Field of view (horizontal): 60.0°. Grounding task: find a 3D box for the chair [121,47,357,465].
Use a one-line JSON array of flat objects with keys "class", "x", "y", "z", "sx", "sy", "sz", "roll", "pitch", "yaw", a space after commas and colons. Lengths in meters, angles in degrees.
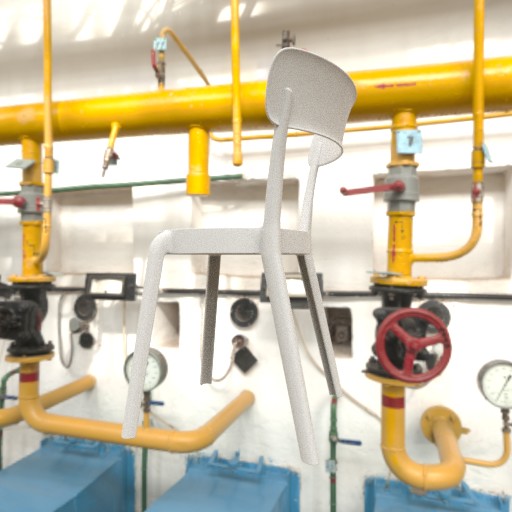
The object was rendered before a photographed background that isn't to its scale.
[{"class": "chair", "x": 0.000, "y": 0.000, "z": 1.107, "sx": 0.491, "sy": 0.790, "sz": 0.506, "roll": 0, "pitch": 0, "yaw": 17}]
